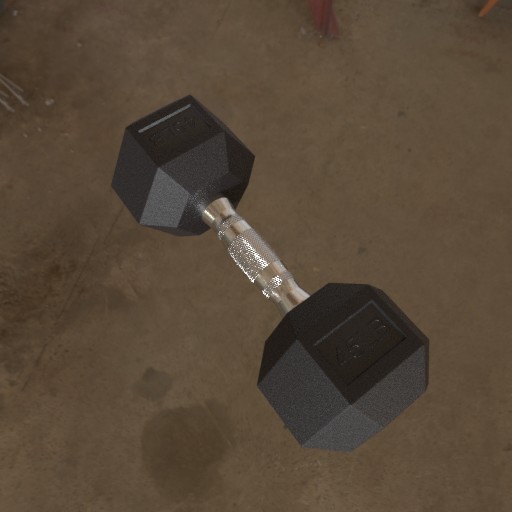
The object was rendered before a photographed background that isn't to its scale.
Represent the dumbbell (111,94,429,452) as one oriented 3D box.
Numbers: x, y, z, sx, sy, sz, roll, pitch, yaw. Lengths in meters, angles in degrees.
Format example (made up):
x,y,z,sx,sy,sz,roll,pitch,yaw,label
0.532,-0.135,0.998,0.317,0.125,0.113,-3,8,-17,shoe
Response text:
x,y,z,sx,sy,sz,roll,pitch,yaw,label
0.000,0.000,0.415,0.141,0.123,0.356,-34,68,-16,dumbbell
